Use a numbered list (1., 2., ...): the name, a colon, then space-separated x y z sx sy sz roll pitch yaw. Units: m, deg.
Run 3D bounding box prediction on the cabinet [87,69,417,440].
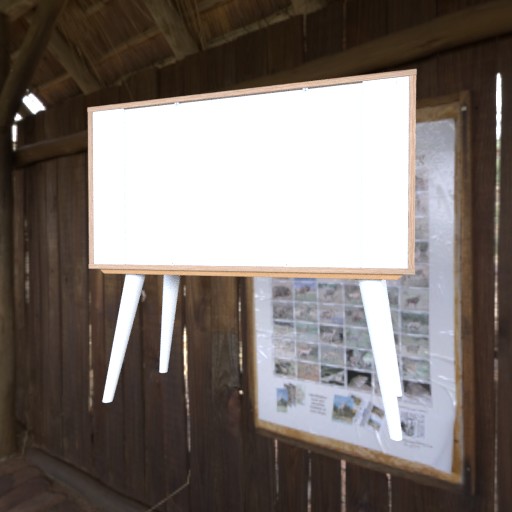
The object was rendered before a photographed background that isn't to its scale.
1. cabinet: 0.000 0.000 1.582 1.057 1.016 0.470 0 1 18
